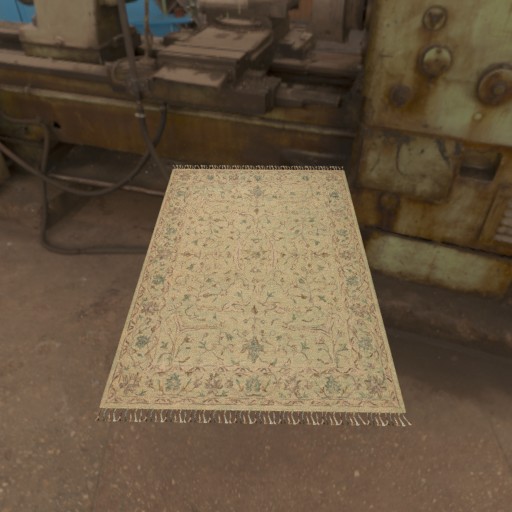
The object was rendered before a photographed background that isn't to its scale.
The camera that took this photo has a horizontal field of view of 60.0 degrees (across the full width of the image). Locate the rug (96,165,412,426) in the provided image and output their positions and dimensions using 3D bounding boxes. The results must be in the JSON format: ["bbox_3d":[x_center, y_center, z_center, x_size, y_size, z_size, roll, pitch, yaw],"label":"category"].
[{"bbox_3d":[0.000,0.000,3.037,1.544,0.010,2.435,1,41,1],"label":"rug"}]
